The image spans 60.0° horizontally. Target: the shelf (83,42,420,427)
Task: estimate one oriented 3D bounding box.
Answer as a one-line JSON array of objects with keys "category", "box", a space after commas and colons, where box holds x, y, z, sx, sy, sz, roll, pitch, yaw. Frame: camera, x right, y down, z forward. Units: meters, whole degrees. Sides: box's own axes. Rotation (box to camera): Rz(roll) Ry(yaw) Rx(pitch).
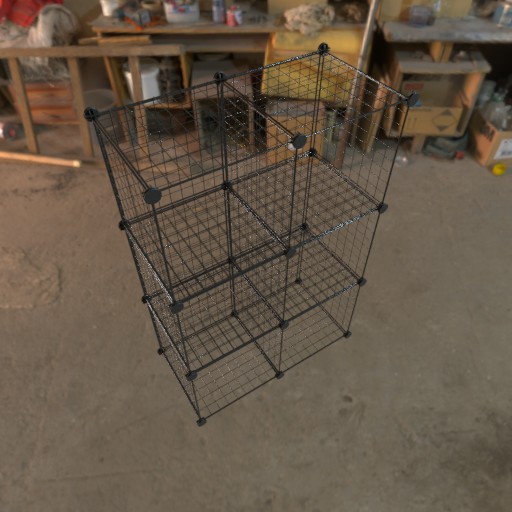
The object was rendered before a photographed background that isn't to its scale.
[{"category": "shelf", "box": [0.000, 0.000, 1.423, 0.711, 1.067, 0.356, -25, 52, -22]}]
